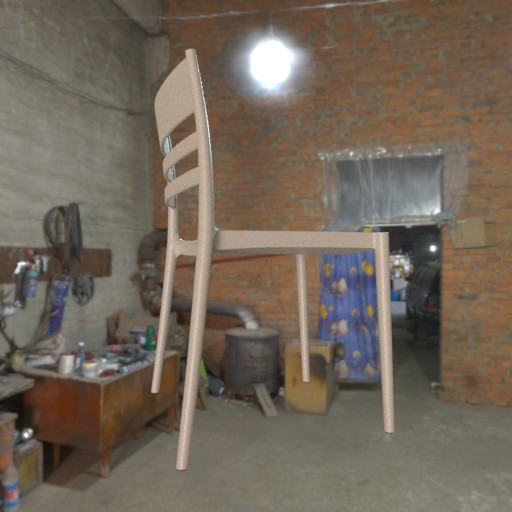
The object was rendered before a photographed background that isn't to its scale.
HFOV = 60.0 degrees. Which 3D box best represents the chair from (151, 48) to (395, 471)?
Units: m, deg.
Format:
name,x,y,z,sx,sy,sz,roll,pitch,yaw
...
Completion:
name,x,y,z,sx,sy,sz,roll,pitch,yaw
chair,0.000,0.000,1.142,0.511,0.800,0.531,0,-1,-18
